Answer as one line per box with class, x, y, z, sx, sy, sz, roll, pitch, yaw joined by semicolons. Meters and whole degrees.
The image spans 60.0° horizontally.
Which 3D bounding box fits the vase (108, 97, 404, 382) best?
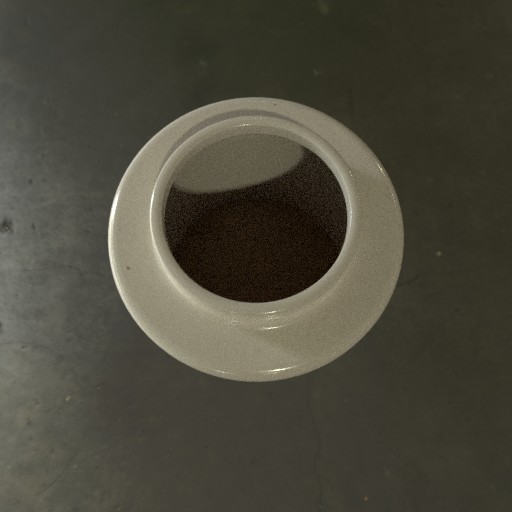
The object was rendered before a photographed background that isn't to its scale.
vase;0.000;0.000;0.282;0.153;0.167;0.153;0;75;0
